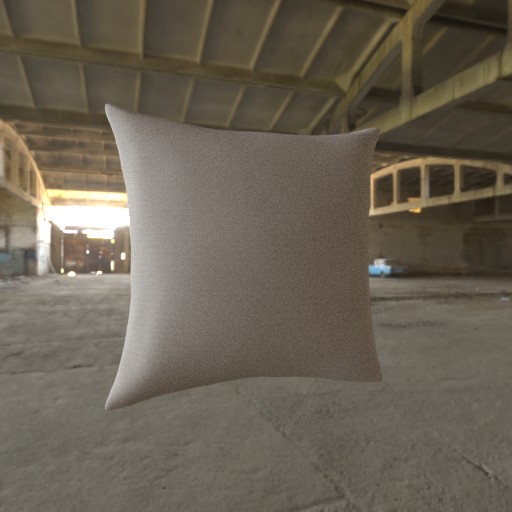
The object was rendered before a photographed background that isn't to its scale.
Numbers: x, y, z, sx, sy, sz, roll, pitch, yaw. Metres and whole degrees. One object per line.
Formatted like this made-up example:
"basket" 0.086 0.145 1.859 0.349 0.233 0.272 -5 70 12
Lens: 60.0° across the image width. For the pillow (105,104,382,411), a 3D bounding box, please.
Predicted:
"pillow" 0.000 0.000 0.794 0.512 0.497 0.204 0 0 -17
